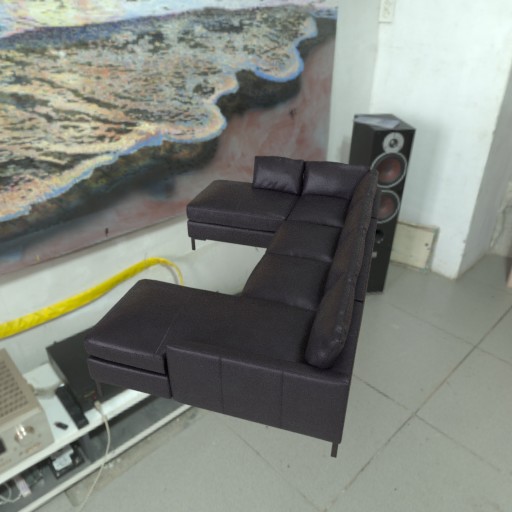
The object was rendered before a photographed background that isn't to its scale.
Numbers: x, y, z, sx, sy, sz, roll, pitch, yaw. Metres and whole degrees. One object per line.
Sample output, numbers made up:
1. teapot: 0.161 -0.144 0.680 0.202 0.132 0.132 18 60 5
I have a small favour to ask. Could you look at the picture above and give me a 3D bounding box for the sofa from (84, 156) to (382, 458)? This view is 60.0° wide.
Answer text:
1. sofa: 0.000 0.000 3.875 1.939 0.900 2.956 9 32 15
